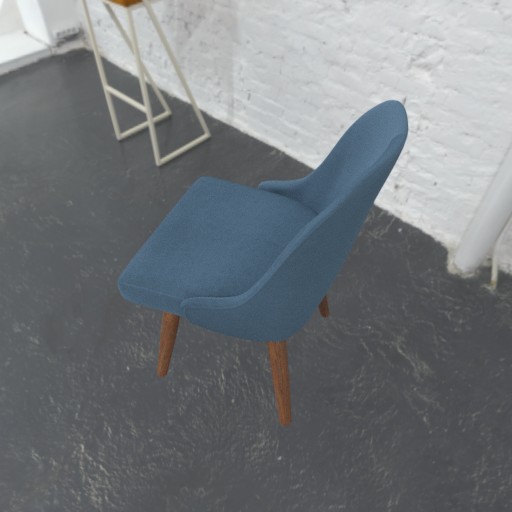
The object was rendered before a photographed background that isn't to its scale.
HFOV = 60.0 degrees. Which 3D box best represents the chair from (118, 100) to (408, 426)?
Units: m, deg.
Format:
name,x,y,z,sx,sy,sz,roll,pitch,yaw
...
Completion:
name,x,y,z,sx,sy,sz,roll,pitch,yaw
chair,0.000,0.000,1.195,0.589,0.882,0.503,17,49,15
